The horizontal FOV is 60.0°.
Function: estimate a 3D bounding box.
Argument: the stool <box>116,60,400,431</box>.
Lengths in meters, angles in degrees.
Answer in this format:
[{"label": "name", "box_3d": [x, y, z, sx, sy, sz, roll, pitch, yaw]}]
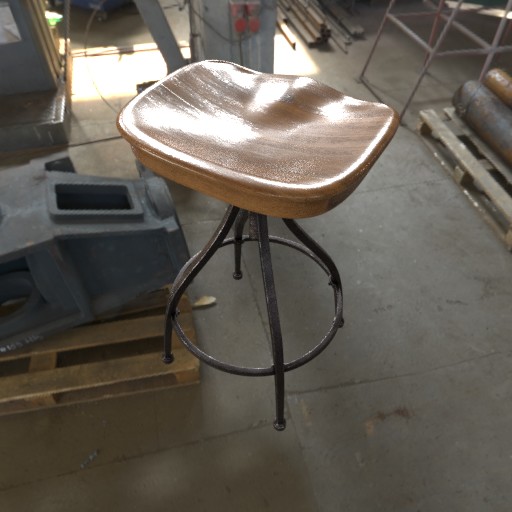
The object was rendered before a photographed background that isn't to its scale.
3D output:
[{"label": "stool", "box_3d": [0.000, 0.000, 0.981, 0.432, 0.694, 0.424, 24, 51, 21]}]
